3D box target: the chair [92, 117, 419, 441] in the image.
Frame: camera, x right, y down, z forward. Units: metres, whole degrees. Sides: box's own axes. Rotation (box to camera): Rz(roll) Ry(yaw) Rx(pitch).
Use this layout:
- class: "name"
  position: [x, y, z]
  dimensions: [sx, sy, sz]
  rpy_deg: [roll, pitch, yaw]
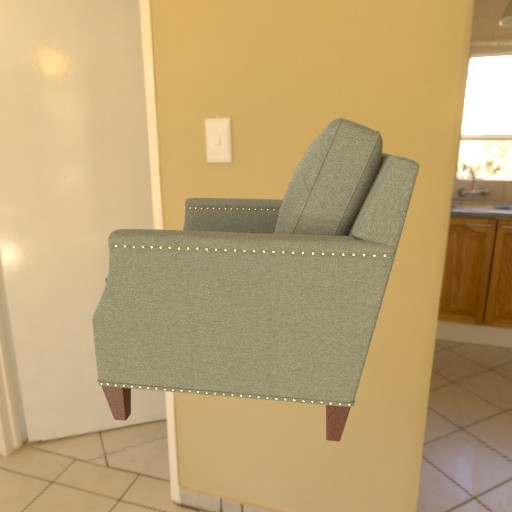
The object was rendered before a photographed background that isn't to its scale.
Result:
- class: "chair"
  position: [0.000, 0.000, 1.776]
  dimensions: [1.031, 1.031, 0.885]
  rpy_deg: [2, 15, 8]
